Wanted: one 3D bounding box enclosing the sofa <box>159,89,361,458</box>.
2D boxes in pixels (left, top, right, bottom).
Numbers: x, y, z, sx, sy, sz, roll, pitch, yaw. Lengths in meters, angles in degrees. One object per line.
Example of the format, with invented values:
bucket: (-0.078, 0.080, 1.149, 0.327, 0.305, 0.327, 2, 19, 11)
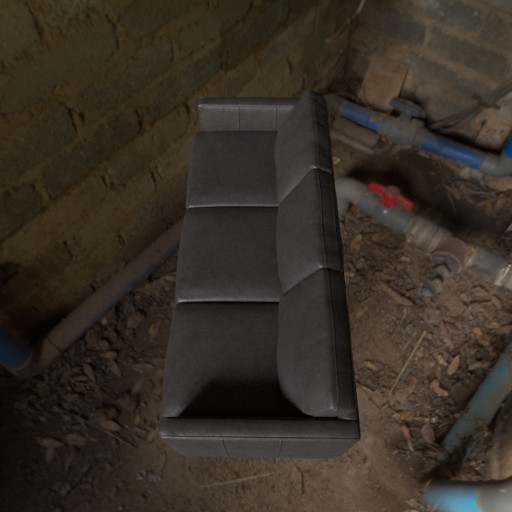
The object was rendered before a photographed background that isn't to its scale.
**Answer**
sofa: (0.000, 0.000, 3.011, 1.045, 1.006, 2.464, 1, 59, 0)
